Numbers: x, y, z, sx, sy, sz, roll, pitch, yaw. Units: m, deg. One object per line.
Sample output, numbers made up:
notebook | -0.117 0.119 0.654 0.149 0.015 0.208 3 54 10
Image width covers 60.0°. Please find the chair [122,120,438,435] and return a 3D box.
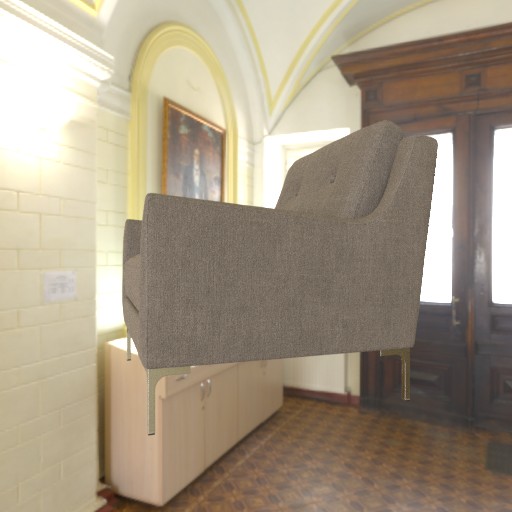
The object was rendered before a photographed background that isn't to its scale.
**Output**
chair | 0.000 0.000 1.530 0.849 0.828 0.847 0 0 -20
